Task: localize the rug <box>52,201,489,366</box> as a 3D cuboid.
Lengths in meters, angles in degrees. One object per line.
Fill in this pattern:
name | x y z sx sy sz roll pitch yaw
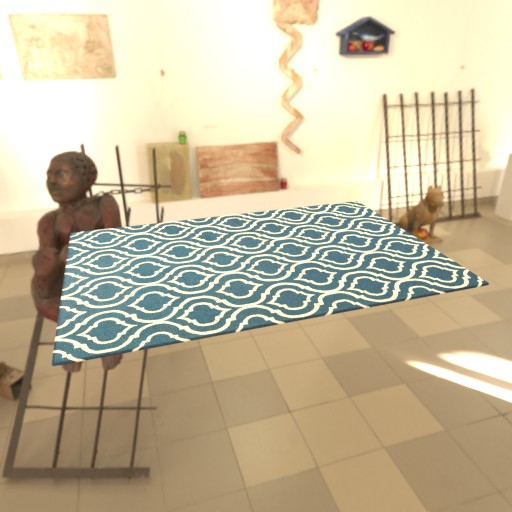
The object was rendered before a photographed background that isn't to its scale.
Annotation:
rug | 0.000 0.000 2.161 1.753 0.010 1.143 -8 27 -16
